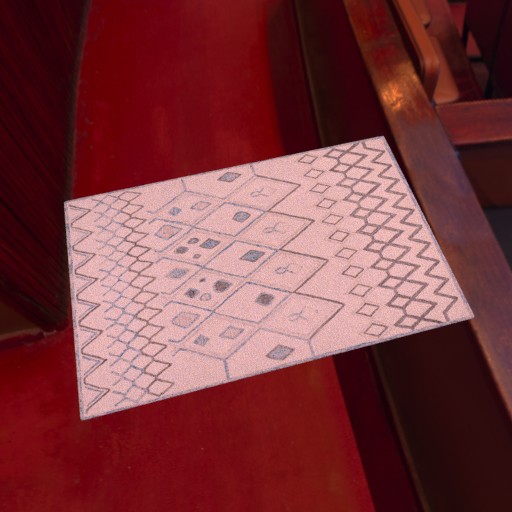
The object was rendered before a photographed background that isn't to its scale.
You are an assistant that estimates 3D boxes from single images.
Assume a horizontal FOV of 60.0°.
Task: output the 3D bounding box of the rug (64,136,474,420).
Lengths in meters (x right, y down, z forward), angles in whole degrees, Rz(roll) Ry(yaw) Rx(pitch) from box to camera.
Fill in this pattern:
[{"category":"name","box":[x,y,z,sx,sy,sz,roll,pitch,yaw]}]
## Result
[{"category":"rug","box":[0.000,0.000,2.972,2.439,0.015,1.524,-13,64,-6]}]
